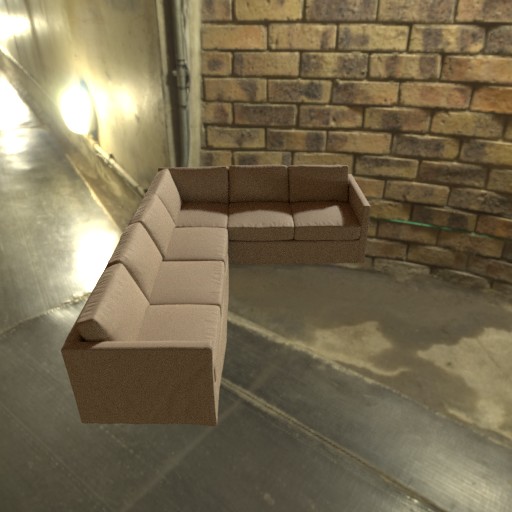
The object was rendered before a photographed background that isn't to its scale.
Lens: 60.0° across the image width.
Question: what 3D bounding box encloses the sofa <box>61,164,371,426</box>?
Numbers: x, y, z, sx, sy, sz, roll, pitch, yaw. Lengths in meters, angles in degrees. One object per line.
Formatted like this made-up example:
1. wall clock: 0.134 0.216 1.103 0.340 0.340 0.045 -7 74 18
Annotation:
1. sofa: 0.000 0.000 4.198 2.432 0.871 3.182 0 30 -1
